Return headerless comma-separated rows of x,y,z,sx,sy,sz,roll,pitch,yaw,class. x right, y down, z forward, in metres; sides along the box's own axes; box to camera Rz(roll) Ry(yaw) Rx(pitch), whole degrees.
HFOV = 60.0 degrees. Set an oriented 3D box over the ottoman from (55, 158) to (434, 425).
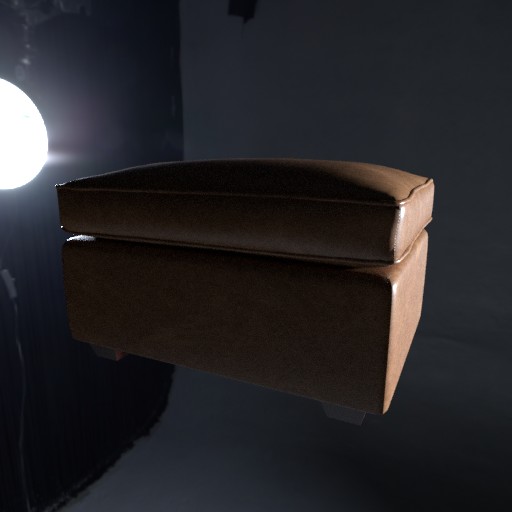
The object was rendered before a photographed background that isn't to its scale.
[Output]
0.000,0.000,1.085,0.756,0.468,0.554,6,15,25,ottoman
